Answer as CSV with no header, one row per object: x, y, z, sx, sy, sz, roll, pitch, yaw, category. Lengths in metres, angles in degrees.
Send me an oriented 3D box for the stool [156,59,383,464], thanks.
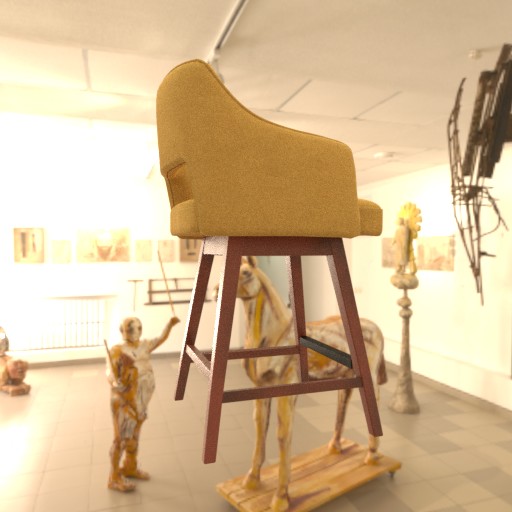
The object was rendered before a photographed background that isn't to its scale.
0.000,0.000,1.267,0.558,0.924,0.548,0,1,-19,stool
